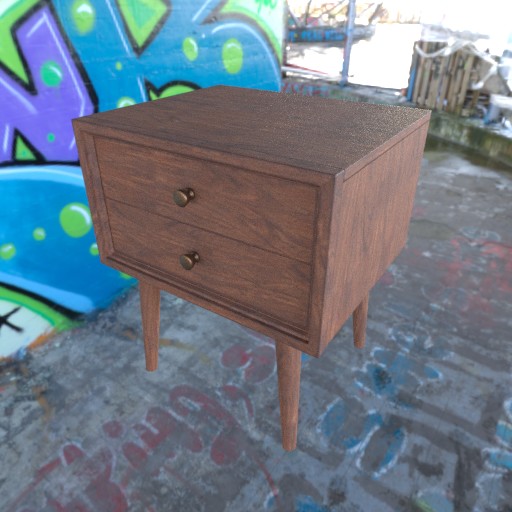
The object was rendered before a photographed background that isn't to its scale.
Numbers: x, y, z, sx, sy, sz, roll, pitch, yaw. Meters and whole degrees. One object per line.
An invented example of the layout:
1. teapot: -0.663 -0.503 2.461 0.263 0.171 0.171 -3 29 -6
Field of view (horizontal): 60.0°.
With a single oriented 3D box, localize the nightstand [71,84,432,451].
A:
1. nightstand: 0.000 0.000 0.976 0.521 0.607 0.445 19 35 29
